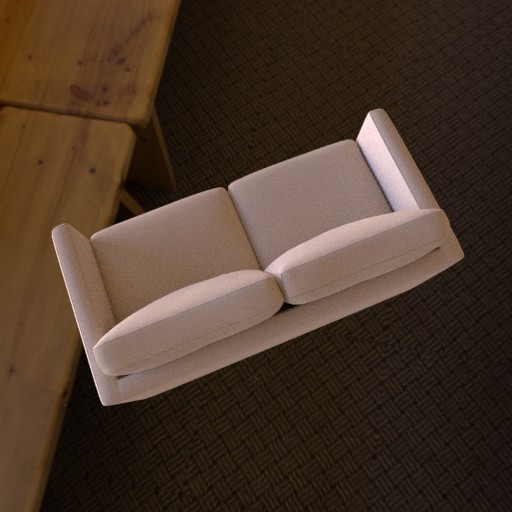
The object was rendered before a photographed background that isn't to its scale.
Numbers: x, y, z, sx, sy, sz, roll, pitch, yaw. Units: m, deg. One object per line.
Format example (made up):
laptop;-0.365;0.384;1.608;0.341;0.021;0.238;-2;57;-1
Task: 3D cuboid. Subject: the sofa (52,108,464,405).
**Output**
sofa;0.000;0.000;2.248;1.722;0.888;0.873;-21;76;-6
